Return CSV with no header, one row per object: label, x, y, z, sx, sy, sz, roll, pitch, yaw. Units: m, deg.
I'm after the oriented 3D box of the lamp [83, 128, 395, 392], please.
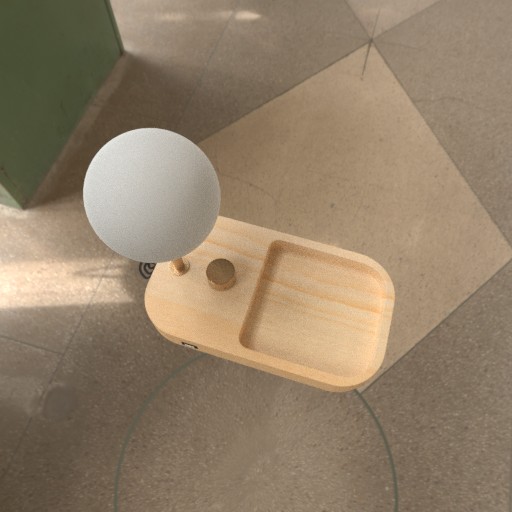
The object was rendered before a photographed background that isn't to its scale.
lamp,0.000,0.000,0.463,0.331,0.253,0.173,16,64,8
